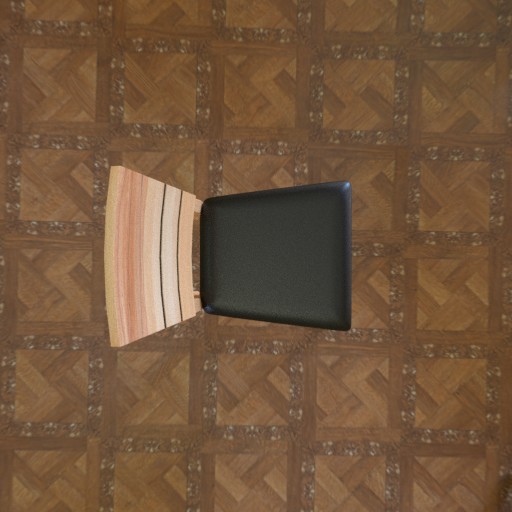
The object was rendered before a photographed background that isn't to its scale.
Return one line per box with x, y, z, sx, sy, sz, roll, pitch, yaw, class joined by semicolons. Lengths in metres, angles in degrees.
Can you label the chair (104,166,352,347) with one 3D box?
0.000;0.000;1.198;0.520;0.940;0.410;0;90;0;chair
